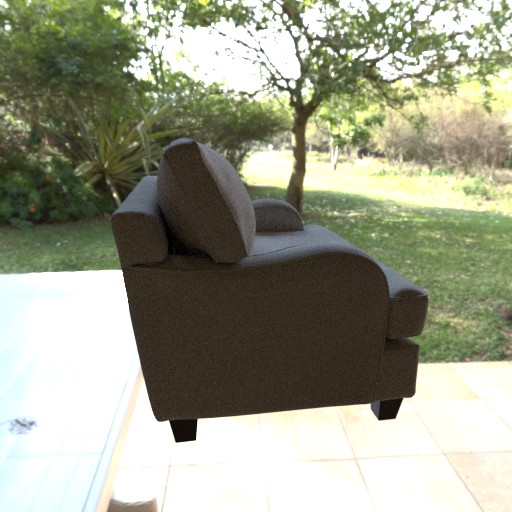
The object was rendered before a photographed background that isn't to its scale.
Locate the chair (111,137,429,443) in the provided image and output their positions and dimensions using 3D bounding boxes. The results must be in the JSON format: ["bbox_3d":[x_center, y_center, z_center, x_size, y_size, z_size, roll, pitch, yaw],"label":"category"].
[{"bbox_3d":[0.000,0.000,1.975,1.041,1.016,1.220,-3,16,-9],"label":"chair"}]
